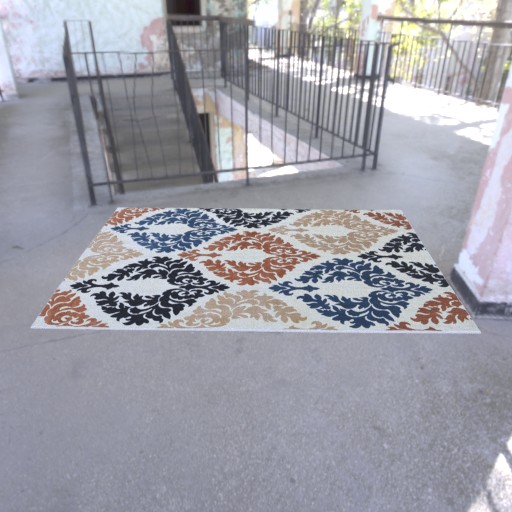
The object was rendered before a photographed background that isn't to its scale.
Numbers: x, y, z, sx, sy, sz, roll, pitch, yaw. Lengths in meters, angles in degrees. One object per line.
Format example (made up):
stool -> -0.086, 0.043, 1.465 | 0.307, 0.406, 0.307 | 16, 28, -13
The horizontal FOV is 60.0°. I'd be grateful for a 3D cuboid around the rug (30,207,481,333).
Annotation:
rug -> 0.000, 0.000, 2.881 | 2.275, 0.014, 1.514 | 1, 30, 1
